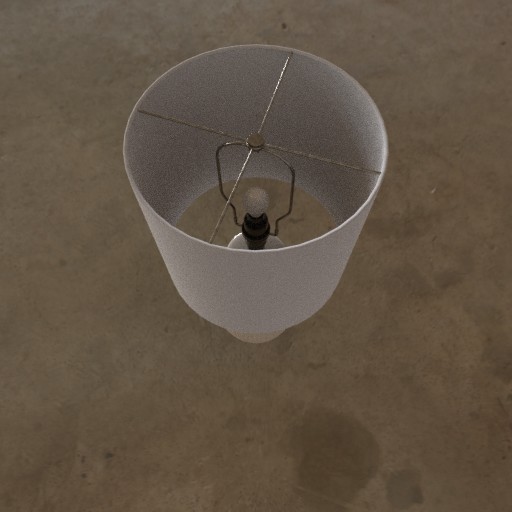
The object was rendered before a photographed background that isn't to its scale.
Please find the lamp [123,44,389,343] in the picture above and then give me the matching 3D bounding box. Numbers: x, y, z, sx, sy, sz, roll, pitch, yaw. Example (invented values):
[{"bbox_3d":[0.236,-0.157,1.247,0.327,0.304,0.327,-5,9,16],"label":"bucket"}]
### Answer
[{"bbox_3d":[0.000,0.000,0.567,0.217,0.453,0.217,17,65,8],"label":"lamp"}]
